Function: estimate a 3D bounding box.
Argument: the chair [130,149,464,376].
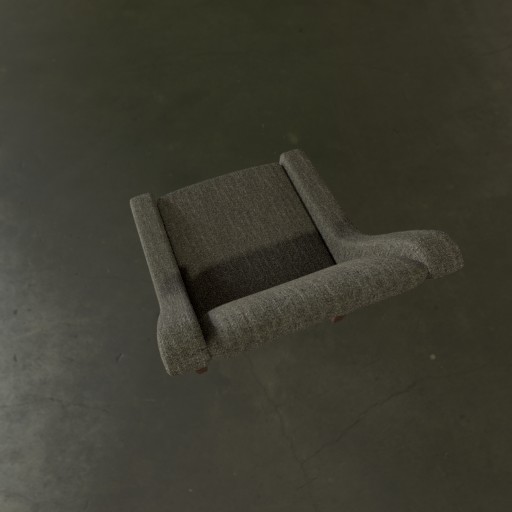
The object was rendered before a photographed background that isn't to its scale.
[{"bbox_3d":[0.000,0.000,1.682,0.793,1.012,0.944,-19,62,-10],"label":"chair"}]
